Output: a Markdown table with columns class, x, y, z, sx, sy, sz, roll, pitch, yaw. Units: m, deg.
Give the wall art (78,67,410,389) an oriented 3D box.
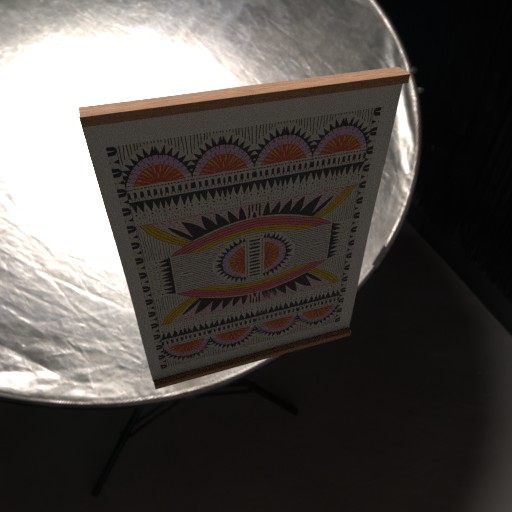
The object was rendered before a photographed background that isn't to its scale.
| class | x | y | z | sx | sy | sz | roll | pitch | yaw |
| --- | --- | --- | --- | --- | --- | --- | --- | --- | --- |
| wall art | 0.000 | 0.000 | 0.698 | 0.403 | 0.527 | 0.028 | -12 | 44 | -13 |
